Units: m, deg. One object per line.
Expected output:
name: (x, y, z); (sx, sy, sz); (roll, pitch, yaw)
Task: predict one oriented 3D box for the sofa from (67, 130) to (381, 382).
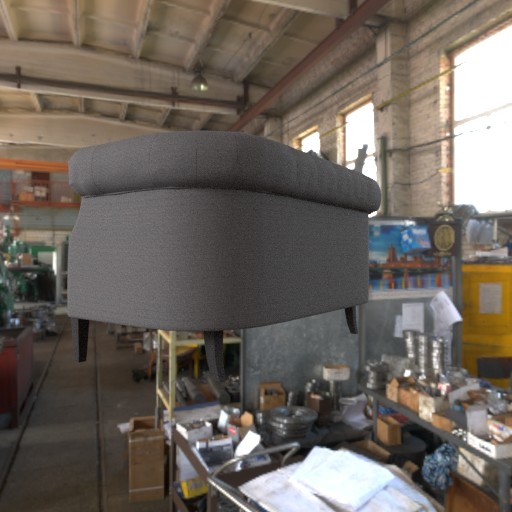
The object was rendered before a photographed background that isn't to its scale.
sofa: (0.000, 0.000, 2.066); (0.835, 0.827, 1.558); (0, 0, 36)
